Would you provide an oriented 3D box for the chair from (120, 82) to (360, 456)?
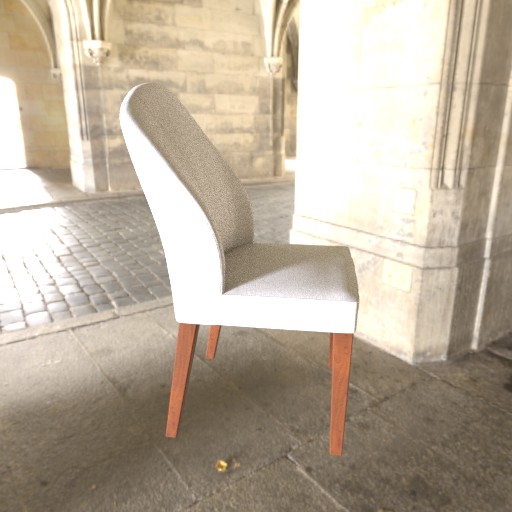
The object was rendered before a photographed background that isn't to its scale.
[{"bbox_3d":[0.000,0.000,1.214,0.540,0.893,0.472,2,17,8],"label":"chair"}]
